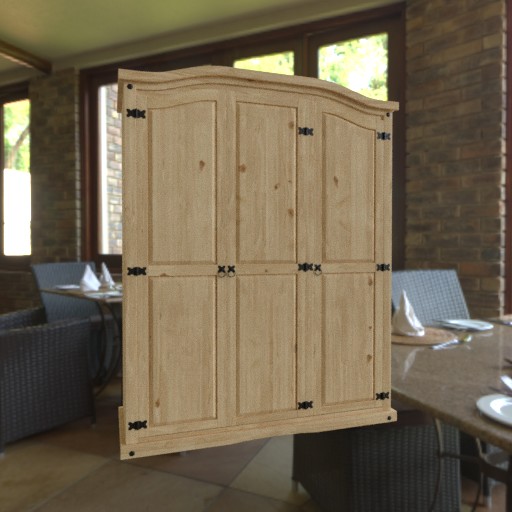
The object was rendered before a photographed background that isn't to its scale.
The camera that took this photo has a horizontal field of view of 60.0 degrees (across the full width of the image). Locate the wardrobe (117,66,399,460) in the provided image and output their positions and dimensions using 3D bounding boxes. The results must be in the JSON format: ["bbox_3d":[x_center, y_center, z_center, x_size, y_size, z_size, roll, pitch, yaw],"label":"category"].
[{"bbox_3d":[0.000,0.000,2.531,1.500,1.870,0.570,0,1,-18],"label":"wardrobe"}]
